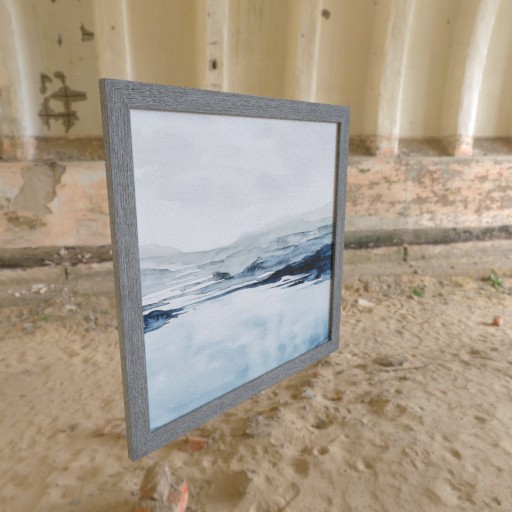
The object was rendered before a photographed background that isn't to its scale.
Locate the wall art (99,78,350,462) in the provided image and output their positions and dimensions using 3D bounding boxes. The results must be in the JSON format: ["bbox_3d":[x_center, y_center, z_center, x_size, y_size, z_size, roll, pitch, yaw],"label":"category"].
[{"bbox_3d":[0.000,0.000,1.005,0.020,0.685,0.685,13,19,43],"label":"wall art"}]
